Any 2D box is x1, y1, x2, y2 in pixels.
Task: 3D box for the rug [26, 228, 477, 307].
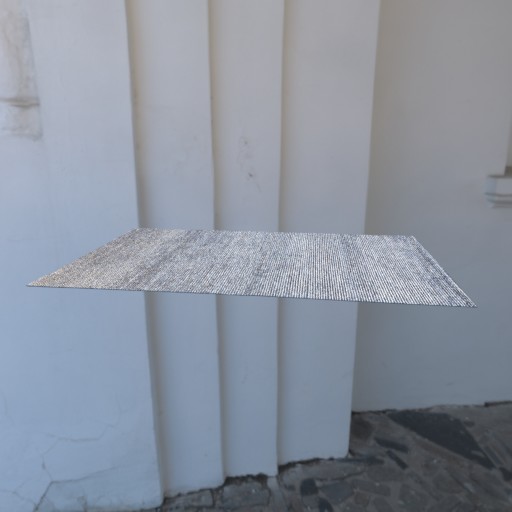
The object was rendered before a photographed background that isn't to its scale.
[{"bbox_3d":[0.000,0.000,2.213,1.740,0.010,1.135,2,16,8],"label":"rug"}]
